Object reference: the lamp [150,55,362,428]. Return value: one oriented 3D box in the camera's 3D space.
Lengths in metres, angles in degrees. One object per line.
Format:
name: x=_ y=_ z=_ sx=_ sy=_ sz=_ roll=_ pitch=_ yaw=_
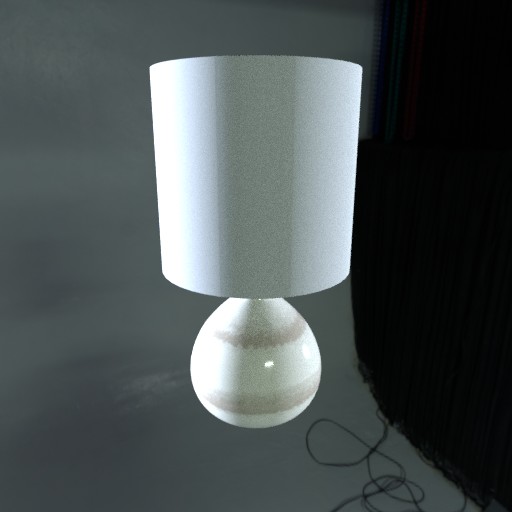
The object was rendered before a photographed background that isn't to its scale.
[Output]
lamp: x=0.000 y=0.000 z=0.520 sx=0.217 sy=0.404 sz=0.217 roll=-8 pitch=18 yaw=-25
